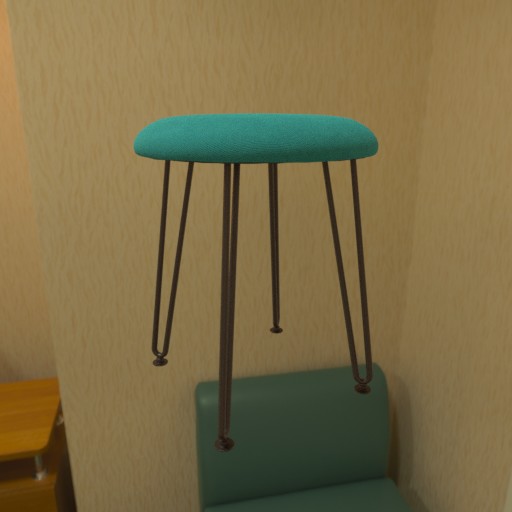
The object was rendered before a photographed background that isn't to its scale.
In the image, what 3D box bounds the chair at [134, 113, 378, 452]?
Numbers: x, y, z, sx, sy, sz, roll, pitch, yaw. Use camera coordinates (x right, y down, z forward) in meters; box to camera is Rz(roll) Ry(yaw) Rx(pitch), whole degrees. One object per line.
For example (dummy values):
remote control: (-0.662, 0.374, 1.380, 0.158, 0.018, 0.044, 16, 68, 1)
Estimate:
chair: (0.000, 0.000, 0.704, 0.350, 0.430, 0.350, -15, 22, -41)
